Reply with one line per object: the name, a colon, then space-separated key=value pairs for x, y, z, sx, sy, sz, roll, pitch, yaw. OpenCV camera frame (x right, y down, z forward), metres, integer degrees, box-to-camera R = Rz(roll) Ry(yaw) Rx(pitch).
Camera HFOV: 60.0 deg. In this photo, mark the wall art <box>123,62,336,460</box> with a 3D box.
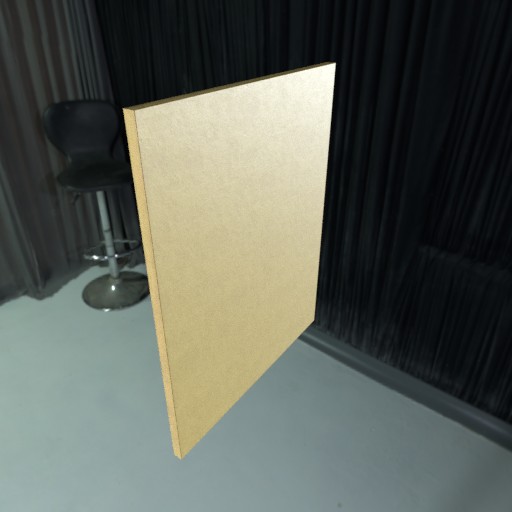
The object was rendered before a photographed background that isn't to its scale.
wall art: x=0.000 y=0.000 z=1.340 sx=0.030 sy=1.002 sz=0.798 roll=20 pitch=36 yaw=30
